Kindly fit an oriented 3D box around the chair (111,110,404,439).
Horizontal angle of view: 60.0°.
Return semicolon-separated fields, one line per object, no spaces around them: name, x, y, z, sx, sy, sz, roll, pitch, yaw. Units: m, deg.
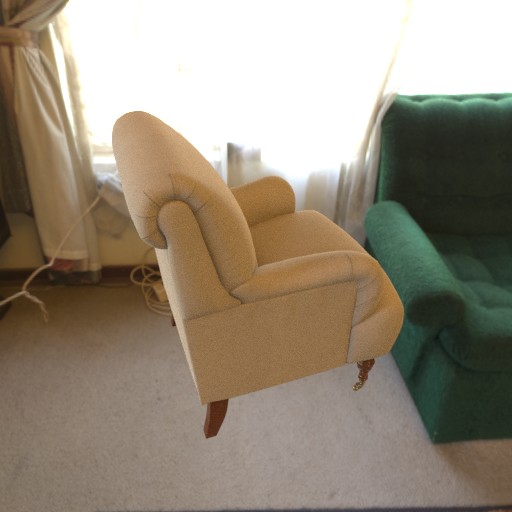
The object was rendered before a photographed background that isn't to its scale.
chair;0.000;0.000;1.588;0.842;0.942;0.766;-10;32;-17
